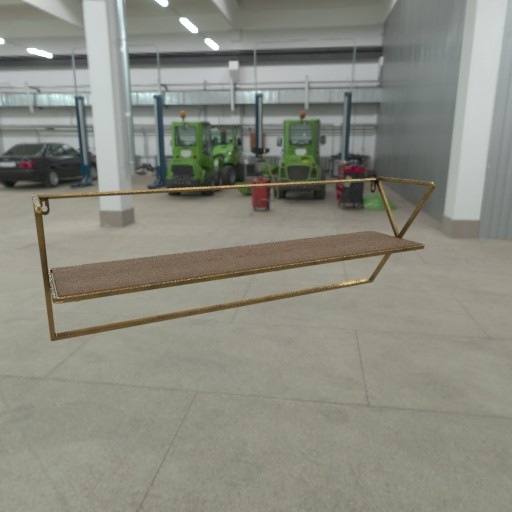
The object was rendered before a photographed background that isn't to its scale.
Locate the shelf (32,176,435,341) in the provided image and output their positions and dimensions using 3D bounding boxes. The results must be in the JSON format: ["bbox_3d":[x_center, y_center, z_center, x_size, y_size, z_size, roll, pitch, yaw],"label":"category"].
[{"bbox_3d":[0.000,0.000,0.742,0.645,0.229,0.150,-7,16,-26],"label":"shelf"}]
